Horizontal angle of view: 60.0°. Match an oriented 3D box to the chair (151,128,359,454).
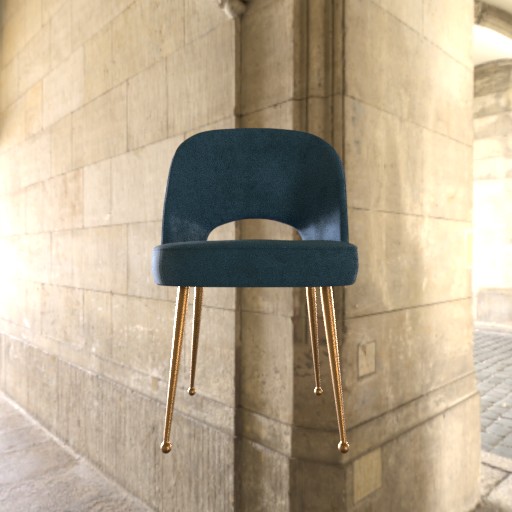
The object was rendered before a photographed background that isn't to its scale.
[{"bbox_3d":[0.000,0.000,1.218,0.527,0.860,0.577,0,0,0],"label":"chair"}]
